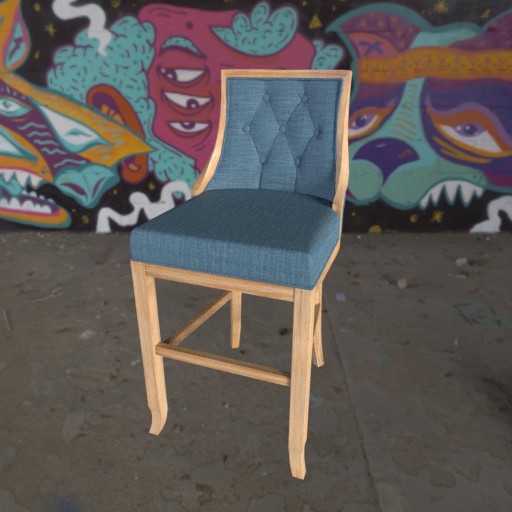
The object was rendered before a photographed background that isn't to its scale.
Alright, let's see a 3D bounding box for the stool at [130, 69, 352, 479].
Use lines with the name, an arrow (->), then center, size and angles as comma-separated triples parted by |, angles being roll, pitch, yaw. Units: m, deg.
stool -> 0.000, 0.000, 1.430 | 0.524, 1.101, 0.626 | 8, 25, 18
